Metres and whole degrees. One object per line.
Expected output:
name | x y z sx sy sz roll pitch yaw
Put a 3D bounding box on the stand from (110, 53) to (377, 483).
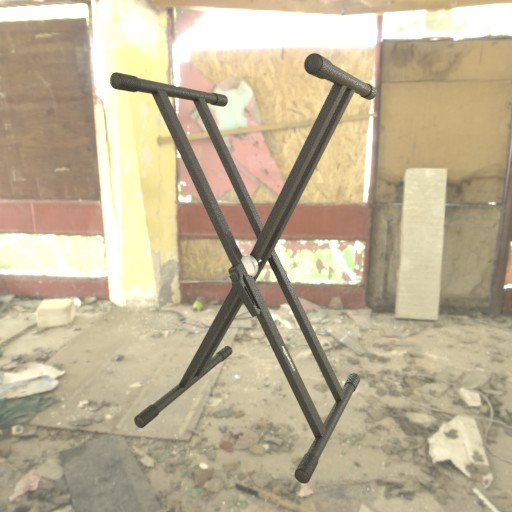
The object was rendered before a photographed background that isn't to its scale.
stand | 0.000 0.000 1.206 0.503 0.900 0.495 7 15 25
